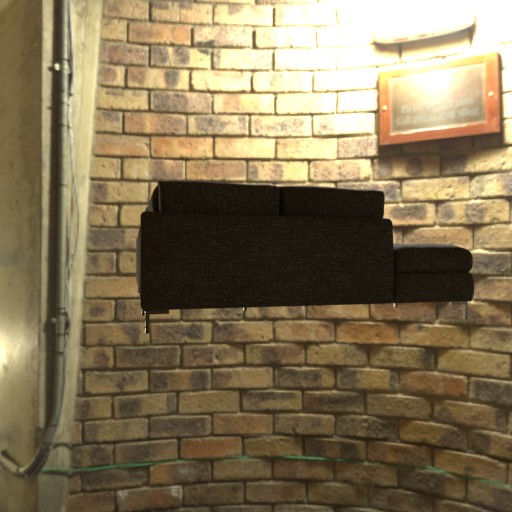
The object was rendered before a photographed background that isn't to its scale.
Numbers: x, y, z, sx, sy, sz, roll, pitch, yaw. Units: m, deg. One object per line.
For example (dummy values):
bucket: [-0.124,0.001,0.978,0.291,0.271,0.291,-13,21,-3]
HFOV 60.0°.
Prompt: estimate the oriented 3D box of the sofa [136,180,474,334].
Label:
sofa: [0.000,0.000,3.872,2.007,0.815,2.949,0,-1,-16]
